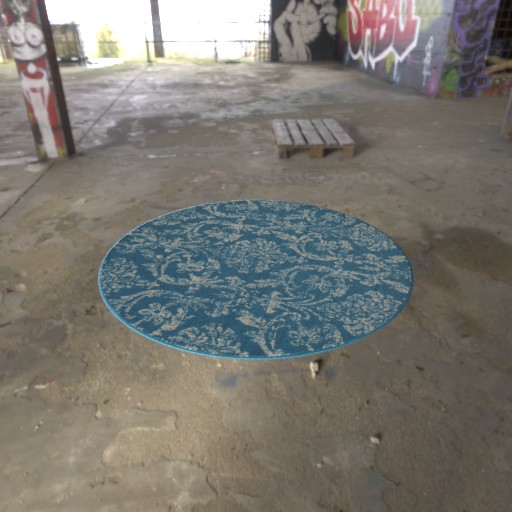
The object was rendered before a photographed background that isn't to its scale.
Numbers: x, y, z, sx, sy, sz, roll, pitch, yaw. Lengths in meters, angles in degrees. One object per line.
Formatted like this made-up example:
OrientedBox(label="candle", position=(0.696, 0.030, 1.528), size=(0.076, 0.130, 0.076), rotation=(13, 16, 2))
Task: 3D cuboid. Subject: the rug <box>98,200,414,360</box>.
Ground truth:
OrientedBox(label="rug", position=(0.000, 0.000, 2.342), size=(1.593, 0.012, 1.593), rotation=(0, 29, 0))
